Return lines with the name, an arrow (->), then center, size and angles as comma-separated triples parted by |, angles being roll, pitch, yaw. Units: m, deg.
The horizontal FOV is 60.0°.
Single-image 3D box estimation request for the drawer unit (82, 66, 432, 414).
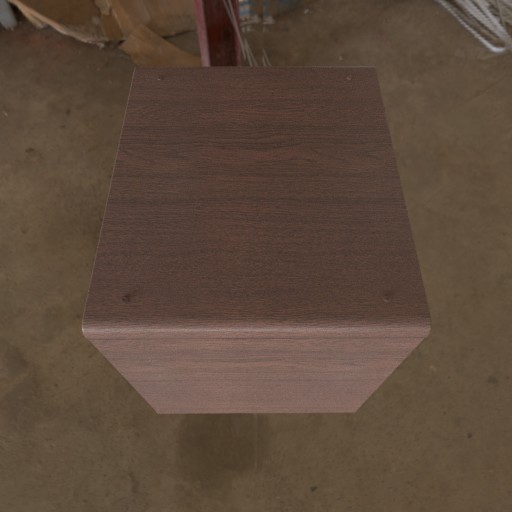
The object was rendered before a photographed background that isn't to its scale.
drawer unit -> 0.000, 0.000, 0.596 | 0.290, 0.344, 0.344 | 0, 59, 0
